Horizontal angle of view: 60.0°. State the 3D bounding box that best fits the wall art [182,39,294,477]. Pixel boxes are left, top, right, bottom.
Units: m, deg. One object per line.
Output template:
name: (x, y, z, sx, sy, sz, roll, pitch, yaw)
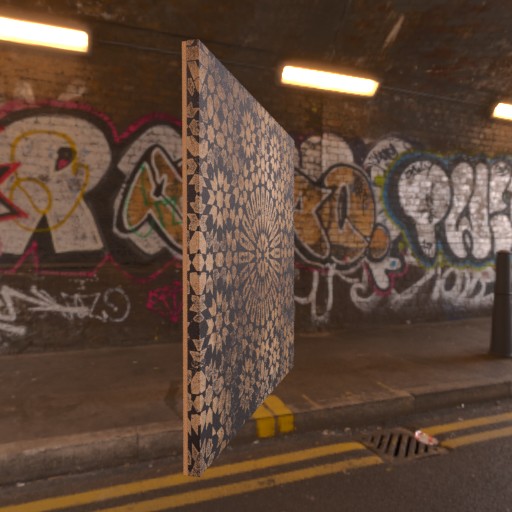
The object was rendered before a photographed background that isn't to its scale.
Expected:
wall art: (0.000, 0.000, 1.361, 0.038, 0.914, 0.914, 0, 1, 17)
